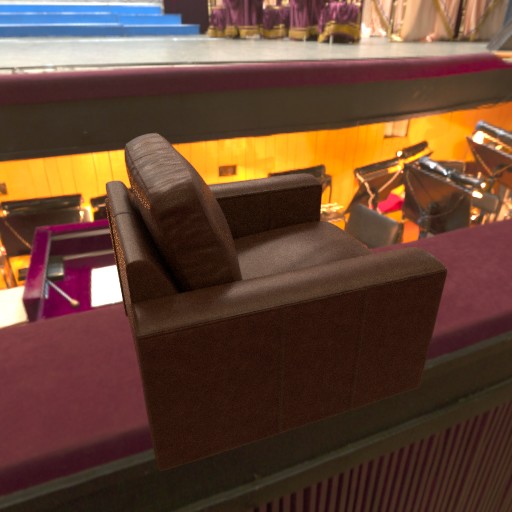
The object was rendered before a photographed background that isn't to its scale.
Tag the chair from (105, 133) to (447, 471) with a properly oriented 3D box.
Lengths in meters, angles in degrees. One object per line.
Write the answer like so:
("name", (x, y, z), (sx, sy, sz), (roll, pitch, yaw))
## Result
("chair", (0.000, 0.000, 1.718), (1.016, 0.873, 1.005), (-11, 31, -18))
